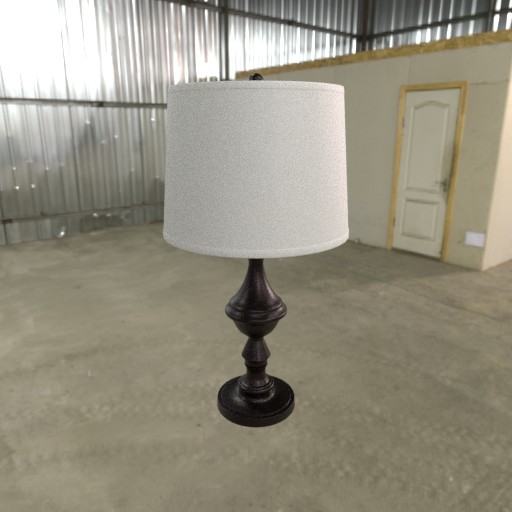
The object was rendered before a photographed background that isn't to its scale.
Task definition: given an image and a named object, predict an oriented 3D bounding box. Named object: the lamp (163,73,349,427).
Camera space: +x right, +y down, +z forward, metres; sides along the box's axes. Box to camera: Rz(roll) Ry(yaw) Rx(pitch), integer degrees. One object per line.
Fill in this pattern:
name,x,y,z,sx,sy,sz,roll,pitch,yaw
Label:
lamp,0.000,0.000,0.948,0.383,0.726,0.383,0,17,0
